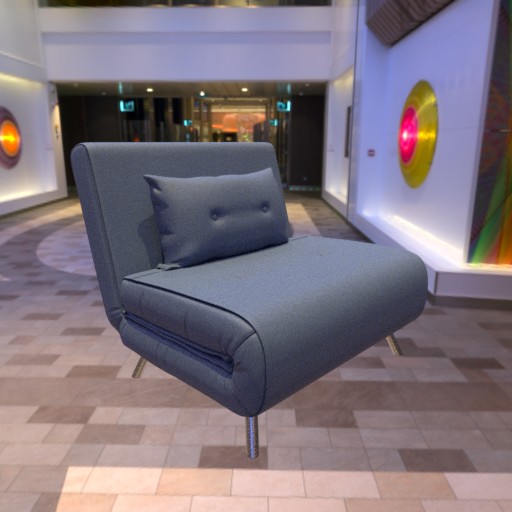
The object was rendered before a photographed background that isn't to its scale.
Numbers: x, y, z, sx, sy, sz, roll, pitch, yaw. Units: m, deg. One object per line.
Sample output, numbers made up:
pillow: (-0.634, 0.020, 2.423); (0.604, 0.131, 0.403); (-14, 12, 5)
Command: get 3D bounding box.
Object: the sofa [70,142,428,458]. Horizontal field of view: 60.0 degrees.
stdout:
sofa: (0.000, 0.000, 1.733); (0.996, 0.860, 0.999); (14, 20, 43)
